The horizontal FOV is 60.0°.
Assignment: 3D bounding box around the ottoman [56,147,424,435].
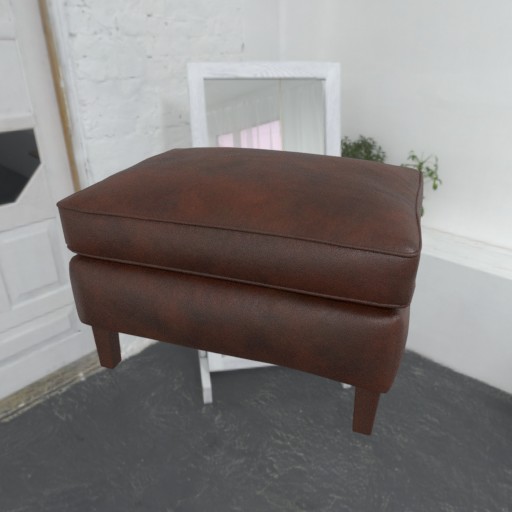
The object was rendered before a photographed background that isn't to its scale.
[{"bbox_3d":[0.000,0.000,0.987,0.665,0.432,0.501,9,28,17],"label":"ottoman"}]
